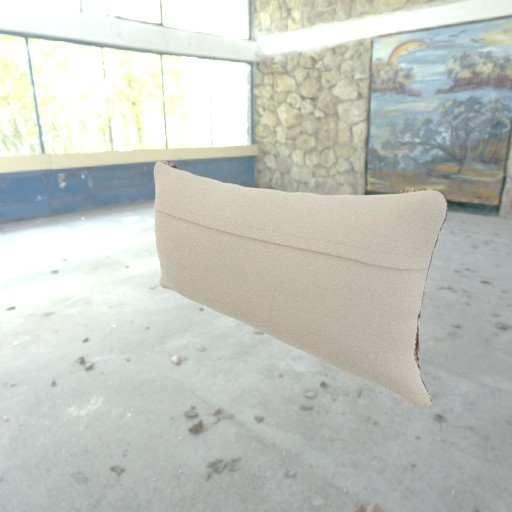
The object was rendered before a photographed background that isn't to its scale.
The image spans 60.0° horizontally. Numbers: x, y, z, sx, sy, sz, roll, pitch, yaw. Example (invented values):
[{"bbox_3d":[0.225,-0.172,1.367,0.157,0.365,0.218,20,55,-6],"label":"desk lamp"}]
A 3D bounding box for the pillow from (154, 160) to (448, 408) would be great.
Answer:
[{"bbox_3d":[0.000,0.000,0.743,0.139,0.282,0.635,-15,22,-42],"label":"pillow"}]
